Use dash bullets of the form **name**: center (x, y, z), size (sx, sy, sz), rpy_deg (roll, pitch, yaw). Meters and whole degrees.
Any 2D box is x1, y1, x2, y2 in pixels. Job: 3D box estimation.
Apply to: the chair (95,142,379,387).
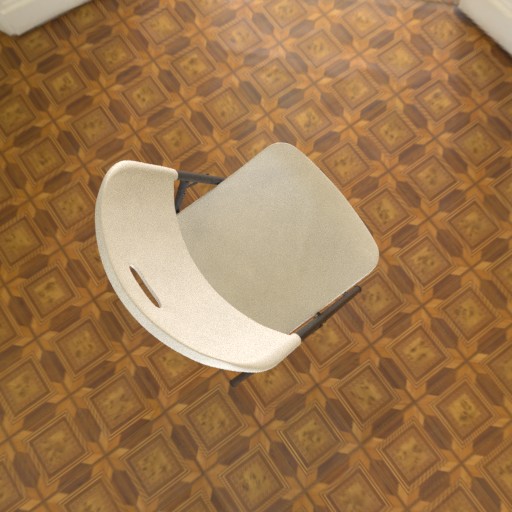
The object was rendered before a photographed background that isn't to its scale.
- **chair**: center (0.000, 0.000, 1.167), size (0.566, 0.810, 0.494), rpy_deg (-35, 79, -8)
